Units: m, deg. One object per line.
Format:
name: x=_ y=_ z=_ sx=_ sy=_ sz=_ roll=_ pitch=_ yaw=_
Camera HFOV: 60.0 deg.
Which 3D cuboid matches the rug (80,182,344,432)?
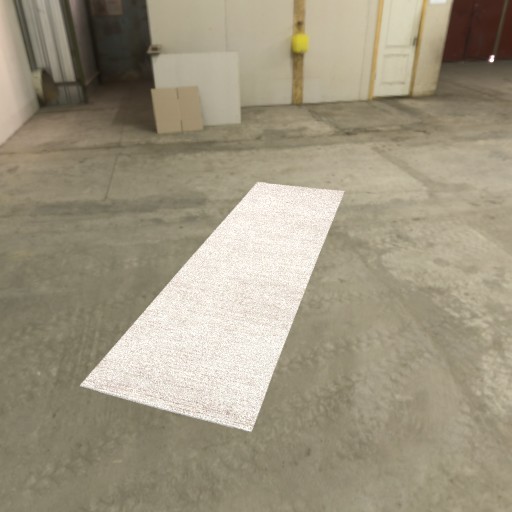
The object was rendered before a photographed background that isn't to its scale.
rug: x=0.000 y=0.000 z=2.607 sx=0.712 sy=0.013 sz=2.346 roll=9 pitch=32 yaw=15
